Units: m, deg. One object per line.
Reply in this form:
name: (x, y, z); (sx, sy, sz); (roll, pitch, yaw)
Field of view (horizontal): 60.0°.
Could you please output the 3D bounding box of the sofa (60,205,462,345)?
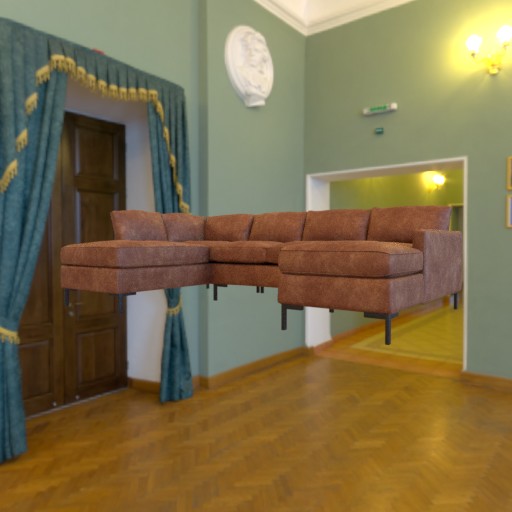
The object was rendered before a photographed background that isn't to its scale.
sofa: (0.000, 0.000, 3.851); (2.956, 0.900, 1.939); (1, 2, 36)
